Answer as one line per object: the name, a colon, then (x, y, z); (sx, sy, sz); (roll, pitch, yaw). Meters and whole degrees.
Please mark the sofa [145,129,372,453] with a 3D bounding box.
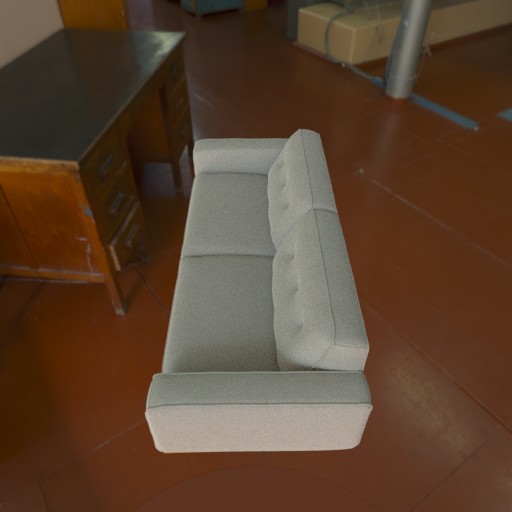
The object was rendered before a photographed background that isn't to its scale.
sofa: (0.000, 0.000, 2.742); (0.956, 0.781, 2.270); (0, 43, 0)
